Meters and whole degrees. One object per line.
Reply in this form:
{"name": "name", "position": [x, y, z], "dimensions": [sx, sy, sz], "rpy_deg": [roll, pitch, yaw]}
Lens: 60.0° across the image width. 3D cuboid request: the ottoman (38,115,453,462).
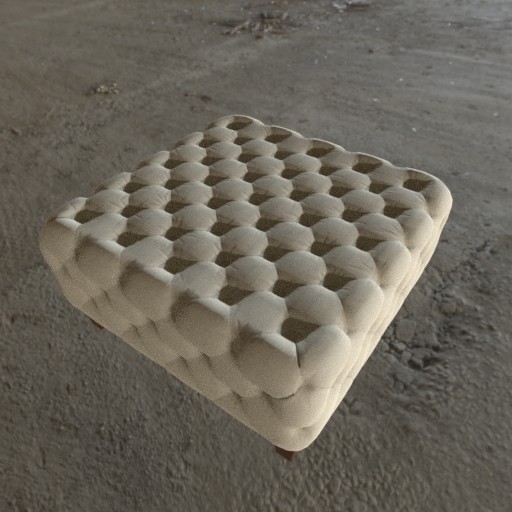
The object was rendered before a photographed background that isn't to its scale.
{"name": "ottoman", "position": [0.000, 0.000, 1.169], "dimensions": [0.753, 0.376, 0.755], "rpy_deg": [26, 48, 26]}
